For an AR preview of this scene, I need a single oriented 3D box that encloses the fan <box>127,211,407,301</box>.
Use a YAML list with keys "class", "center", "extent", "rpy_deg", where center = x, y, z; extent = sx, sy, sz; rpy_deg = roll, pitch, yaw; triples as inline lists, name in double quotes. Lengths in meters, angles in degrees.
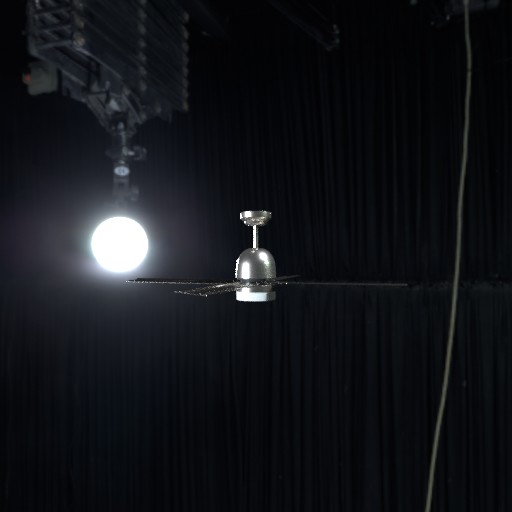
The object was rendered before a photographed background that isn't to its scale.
- class: "fan"
  center: [0.000, 0.000, 2.082]
  extent: [1.346, 0.406, 1.346]
  rpy_deg: [0, 0, 17]
